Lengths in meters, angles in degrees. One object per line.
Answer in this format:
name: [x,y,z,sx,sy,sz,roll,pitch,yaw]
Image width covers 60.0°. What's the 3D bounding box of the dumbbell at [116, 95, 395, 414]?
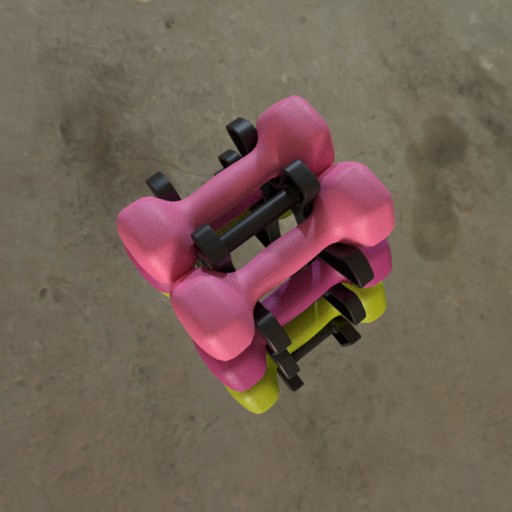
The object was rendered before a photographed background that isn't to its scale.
dumbbell: [0.000,0.000,0.433,0.203,0.261,0.257,-37,78,-9]
